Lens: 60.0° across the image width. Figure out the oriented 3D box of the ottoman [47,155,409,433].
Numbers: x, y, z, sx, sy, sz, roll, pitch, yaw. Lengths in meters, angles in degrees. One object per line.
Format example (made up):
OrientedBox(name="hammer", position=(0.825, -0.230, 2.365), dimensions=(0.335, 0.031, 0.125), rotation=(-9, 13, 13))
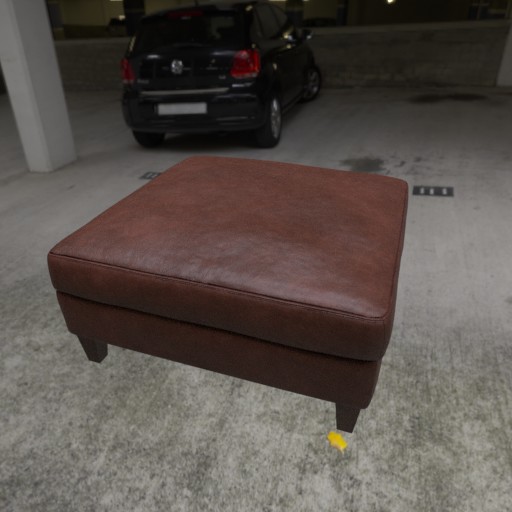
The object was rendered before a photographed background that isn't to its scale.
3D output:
OrientedBox(name="ottoman", position=(0.000, 0.000, 1.359), dimensions=(0.836, 0.415, 0.844), rotation=(10, 32, 16))
